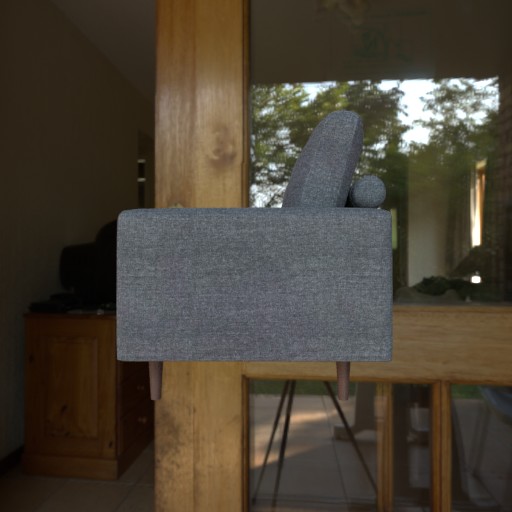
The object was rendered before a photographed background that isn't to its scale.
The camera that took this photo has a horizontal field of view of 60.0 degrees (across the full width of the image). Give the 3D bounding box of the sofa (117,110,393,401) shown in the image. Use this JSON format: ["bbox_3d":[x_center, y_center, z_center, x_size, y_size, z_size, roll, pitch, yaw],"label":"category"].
[{"bbox_3d":[0.000,0.000,1.940,0.842,0.907,1.407,0,0,1],"label":"sofa"}]
